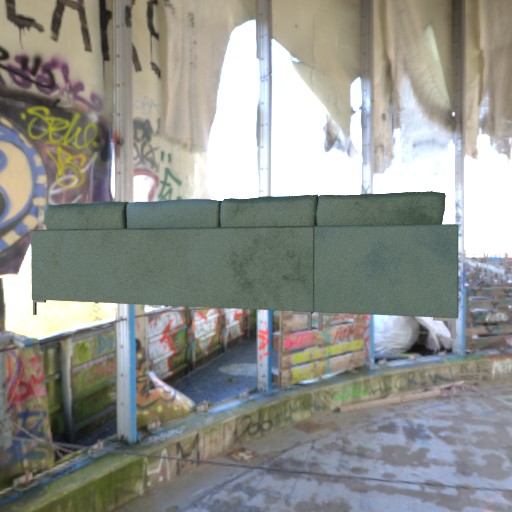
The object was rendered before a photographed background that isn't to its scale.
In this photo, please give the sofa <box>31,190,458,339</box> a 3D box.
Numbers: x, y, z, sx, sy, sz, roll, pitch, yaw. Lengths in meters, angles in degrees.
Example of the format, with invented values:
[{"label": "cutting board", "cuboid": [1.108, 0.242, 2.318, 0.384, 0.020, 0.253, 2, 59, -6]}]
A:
[{"label": "sofa", "cuboid": [0.000, 0.000, 4.251, 3.384, 0.996, 2.048, 0, 1, 17]}]
